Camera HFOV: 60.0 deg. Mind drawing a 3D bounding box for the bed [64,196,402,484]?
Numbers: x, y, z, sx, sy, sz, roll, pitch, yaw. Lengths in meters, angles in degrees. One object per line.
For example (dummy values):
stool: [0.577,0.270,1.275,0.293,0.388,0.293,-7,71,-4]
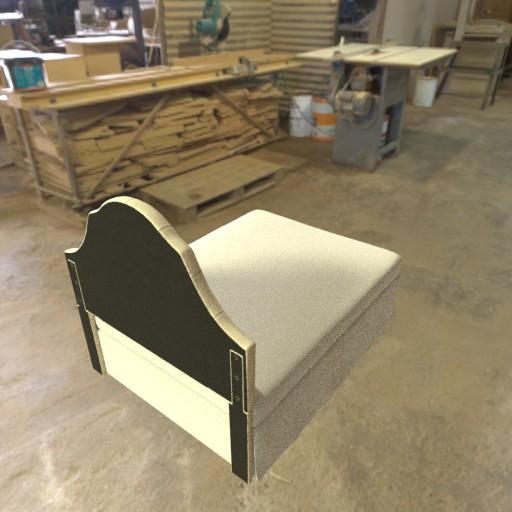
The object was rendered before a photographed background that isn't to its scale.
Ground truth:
bed: [0.000,0.000,3.290,1.627,1.575,2.092,21,36,32]
